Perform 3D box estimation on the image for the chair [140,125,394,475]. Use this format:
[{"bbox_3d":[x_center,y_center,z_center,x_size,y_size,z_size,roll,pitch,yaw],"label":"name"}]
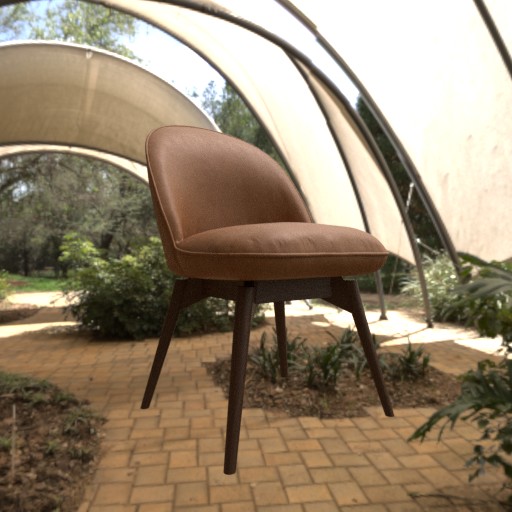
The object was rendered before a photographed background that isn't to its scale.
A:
[{"bbox_3d":[0.000,0.000,1.209,0.521,0.831,0.631,-1,1,-36],"label":"chair"}]
